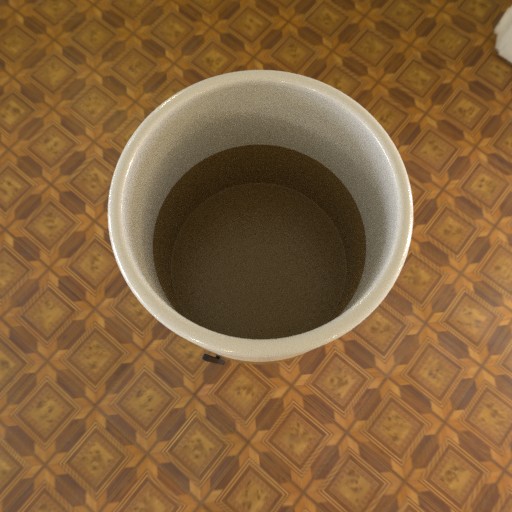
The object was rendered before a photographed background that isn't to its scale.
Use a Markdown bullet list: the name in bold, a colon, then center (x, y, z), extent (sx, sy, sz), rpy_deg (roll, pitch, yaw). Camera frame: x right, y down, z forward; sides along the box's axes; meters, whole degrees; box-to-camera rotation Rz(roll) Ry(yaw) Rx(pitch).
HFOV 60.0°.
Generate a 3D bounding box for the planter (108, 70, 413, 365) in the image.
- **planter**: center (0.000, 0.000, 0.640), extent (0.310, 0.432, 0.310), rpy_deg (38, 78, 9)
